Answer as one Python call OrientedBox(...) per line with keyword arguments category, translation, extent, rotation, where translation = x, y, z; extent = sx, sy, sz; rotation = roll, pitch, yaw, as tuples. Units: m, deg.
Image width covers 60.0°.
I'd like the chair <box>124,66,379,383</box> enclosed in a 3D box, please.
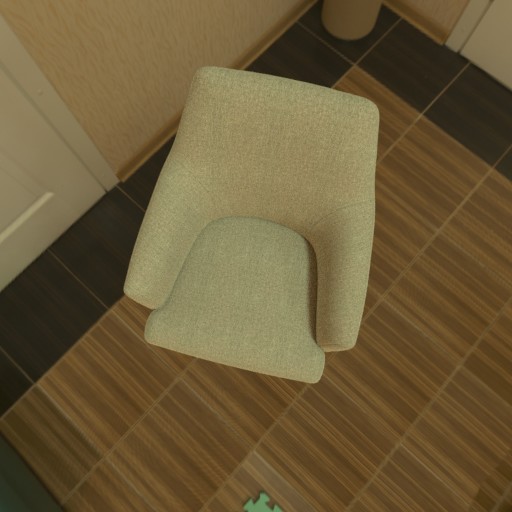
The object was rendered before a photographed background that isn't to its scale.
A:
OrientedBox(category="chair", translation=(0.000, 0.000, 1.371), extent=(0.642, 0.874, 0.677), rotation=(13, 76, 3))
